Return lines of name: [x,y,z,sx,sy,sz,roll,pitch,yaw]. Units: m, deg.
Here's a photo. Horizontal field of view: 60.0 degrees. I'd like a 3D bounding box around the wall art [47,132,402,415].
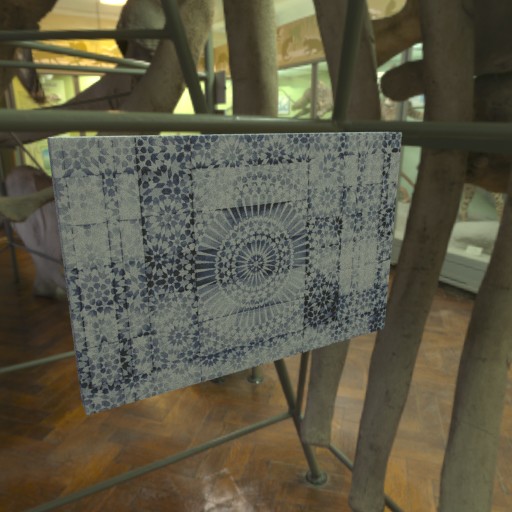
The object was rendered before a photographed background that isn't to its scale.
wall art: [0.000,0.000,1.147,0.911,0.608,0.057,-9,19,-28]
